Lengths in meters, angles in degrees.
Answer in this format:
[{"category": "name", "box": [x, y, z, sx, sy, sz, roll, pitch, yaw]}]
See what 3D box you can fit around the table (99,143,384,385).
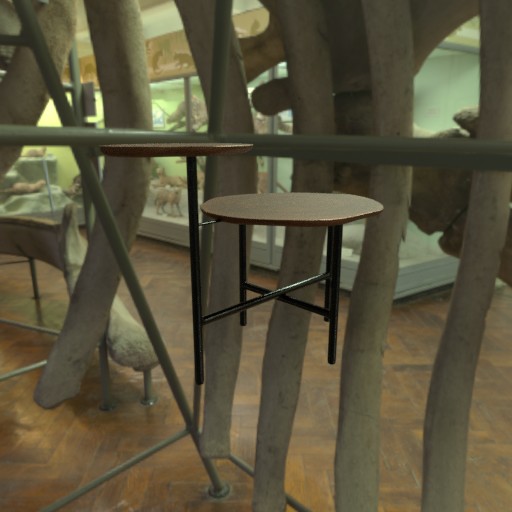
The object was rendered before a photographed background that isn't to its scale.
[{"category": "table", "box": [0.000, 0.000, 1.092, 0.759, 0.538, 0.442, -14, 21, -42]}]
